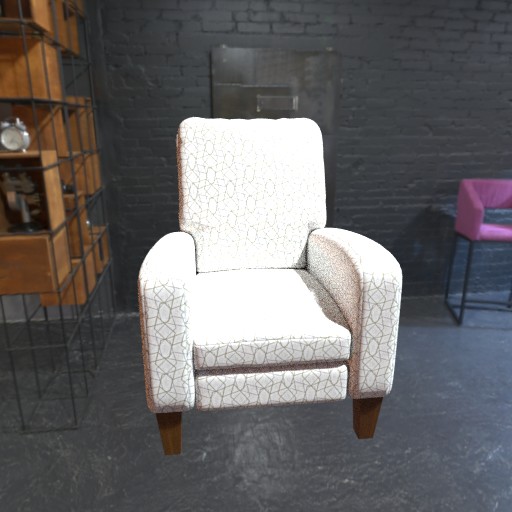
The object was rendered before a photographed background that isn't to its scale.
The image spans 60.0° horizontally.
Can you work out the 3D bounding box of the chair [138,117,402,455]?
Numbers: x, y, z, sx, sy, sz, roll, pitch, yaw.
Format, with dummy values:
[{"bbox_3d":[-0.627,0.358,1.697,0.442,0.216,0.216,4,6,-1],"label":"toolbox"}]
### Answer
[{"bbox_3d":[0.000,0.000,1.772,0.796,1.064,0.995,-2,17,-6],"label":"chair"}]
